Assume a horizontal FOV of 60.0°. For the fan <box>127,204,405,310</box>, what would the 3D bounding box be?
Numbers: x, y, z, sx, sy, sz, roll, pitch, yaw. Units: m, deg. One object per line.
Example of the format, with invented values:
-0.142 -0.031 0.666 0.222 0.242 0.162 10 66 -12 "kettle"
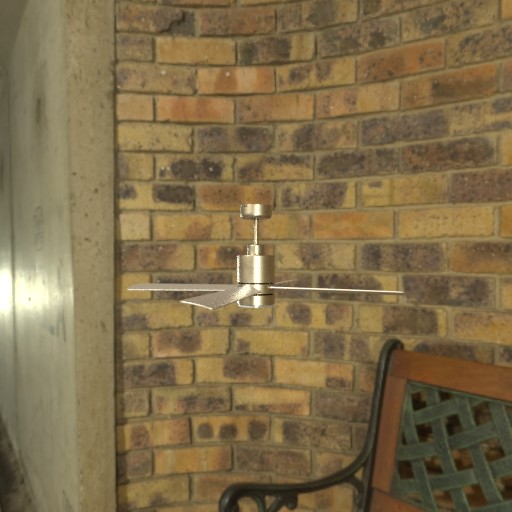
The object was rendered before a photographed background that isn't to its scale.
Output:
0.000 0.000 2.389 1.525 0.539 1.525 0 0 18 "fan"
